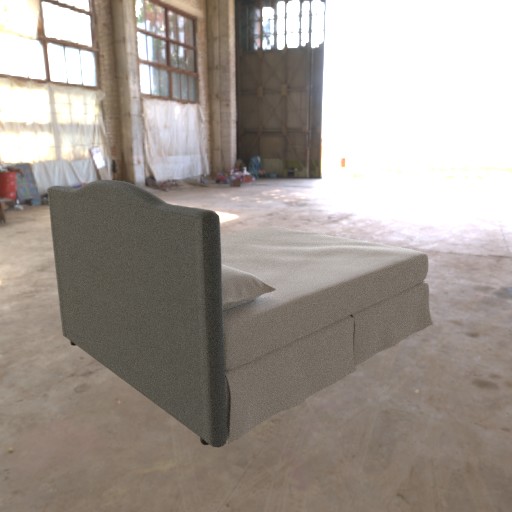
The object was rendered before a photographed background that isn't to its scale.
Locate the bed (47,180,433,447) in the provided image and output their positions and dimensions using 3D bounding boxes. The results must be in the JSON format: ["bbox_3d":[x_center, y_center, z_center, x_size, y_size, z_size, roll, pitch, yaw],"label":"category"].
[{"bbox_3d":[0.000,0.000,3.900,2.689,1.457,2.161,-13,19,-43],"label":"bed"}]
